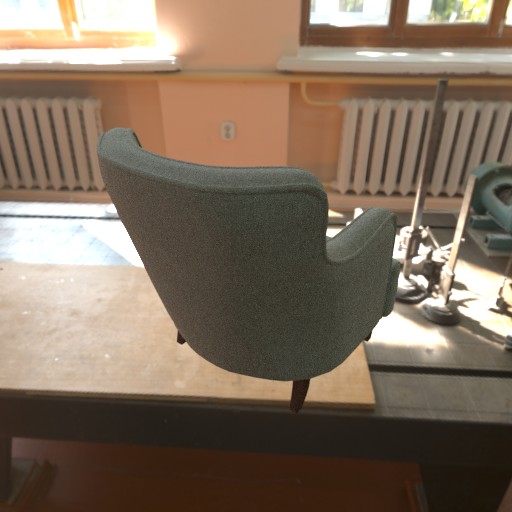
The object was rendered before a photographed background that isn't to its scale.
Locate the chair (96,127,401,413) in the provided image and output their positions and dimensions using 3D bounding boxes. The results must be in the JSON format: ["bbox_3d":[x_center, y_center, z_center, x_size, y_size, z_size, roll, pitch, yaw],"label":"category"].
[{"bbox_3d":[0.000,0.000,1.596,0.820,0.920,0.910,21,35,33],"label":"chair"}]
